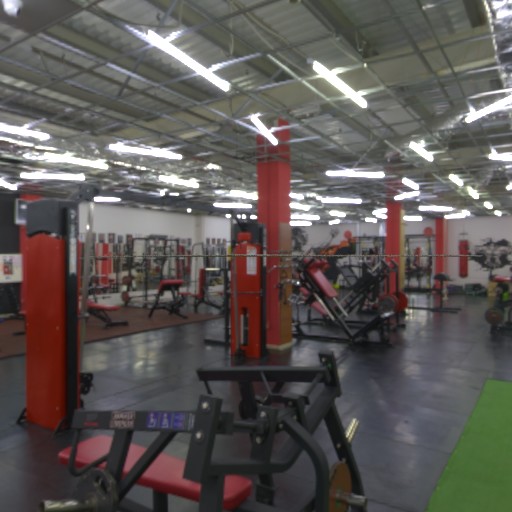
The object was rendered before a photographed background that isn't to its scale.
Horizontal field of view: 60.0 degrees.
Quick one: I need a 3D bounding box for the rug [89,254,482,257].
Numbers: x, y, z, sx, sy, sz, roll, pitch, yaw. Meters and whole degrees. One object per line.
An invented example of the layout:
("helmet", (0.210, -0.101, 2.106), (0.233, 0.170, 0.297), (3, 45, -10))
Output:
("rug", (0.000, 0.000, 2.640), (2.335, 0.013, 0.697), (0, 0, 36))
